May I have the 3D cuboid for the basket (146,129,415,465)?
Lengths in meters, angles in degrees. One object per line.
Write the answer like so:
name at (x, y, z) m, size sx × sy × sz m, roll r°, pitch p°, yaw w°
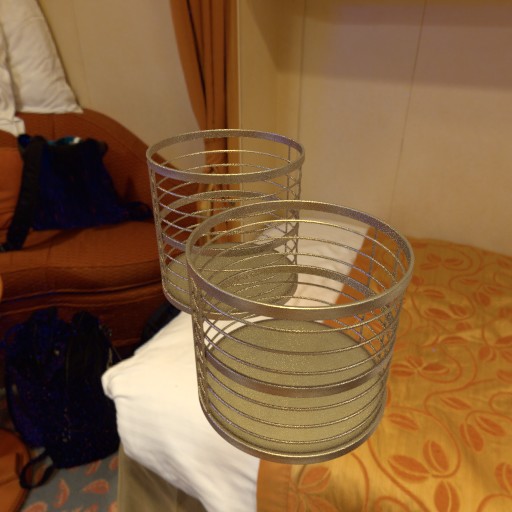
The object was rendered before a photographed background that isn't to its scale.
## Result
basket at (0.000, 0.000, 0.929) m, size 0.356 × 0.351 × 0.746 m, roll -10°, pitch 31°, yaw -17°
